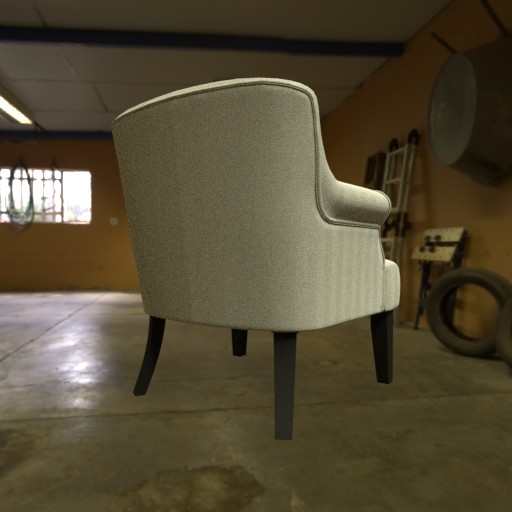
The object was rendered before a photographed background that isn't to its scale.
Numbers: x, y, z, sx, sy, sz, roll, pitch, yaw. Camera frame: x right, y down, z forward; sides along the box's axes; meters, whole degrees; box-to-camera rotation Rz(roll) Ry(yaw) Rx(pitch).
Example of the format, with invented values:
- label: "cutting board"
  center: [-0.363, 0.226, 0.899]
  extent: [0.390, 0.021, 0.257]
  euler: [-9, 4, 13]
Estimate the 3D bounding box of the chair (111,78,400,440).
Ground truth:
- label: "chair"
  center: [0.000, 0.000, 1.451]
  extent: [0.781, 0.875, 0.750]
  euler: [1, 2, 36]
